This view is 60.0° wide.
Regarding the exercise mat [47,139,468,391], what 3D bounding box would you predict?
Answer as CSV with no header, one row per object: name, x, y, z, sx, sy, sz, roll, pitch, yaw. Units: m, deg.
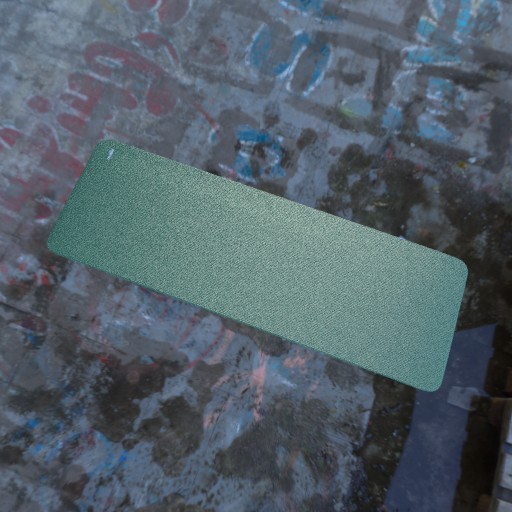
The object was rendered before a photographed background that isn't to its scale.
exercise mat,0.000,0.000,2.033,1.869,0.021,0.616,20,76,5
